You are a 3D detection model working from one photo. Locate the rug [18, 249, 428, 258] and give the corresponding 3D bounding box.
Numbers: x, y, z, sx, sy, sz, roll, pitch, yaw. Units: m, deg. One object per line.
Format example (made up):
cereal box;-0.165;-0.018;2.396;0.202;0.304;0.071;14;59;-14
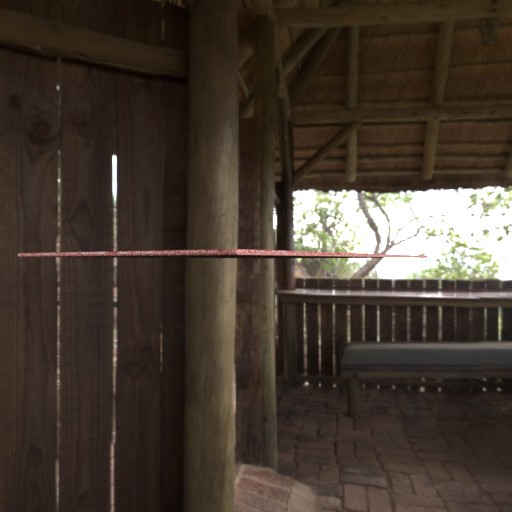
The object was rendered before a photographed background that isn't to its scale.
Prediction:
rug;0.000;0.000;2.291;1.219;0.016;1.829;0;-1;36
